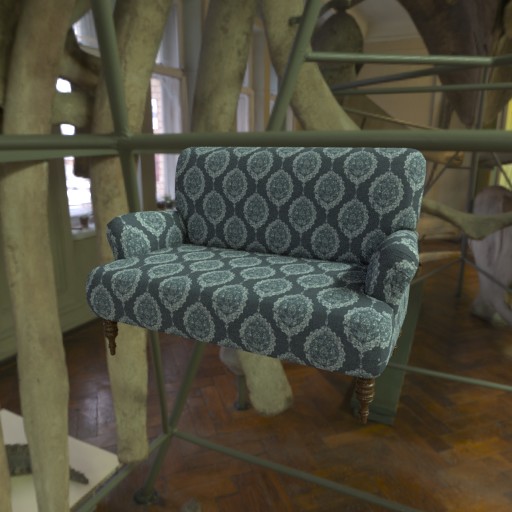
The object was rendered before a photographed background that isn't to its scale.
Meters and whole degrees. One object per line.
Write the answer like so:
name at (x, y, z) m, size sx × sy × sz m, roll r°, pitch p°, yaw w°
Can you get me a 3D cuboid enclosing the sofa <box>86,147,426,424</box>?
sofa at (0.000, 0.000, 1.835) m, size 1.297 × 0.867 × 0.779 m, roll 7°, pitch 16°, yaw 26°
